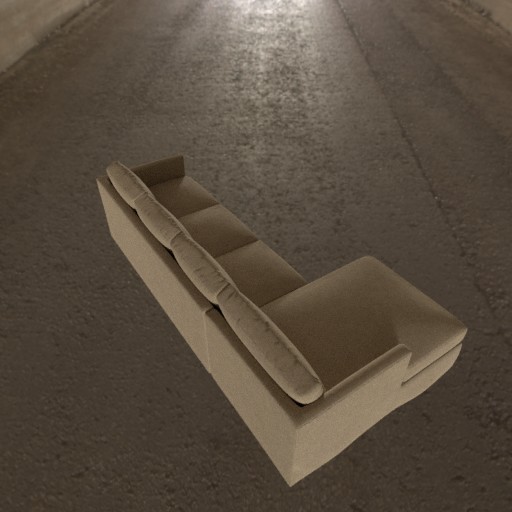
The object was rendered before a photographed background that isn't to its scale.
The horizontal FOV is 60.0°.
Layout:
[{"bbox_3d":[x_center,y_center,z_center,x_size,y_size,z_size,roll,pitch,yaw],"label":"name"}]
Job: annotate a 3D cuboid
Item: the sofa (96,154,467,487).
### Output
[{"bbox_3d":[0.000,0.000,3.858,1.638,0.920,3.198,-24,46,-26],"label":"sofa"}]
